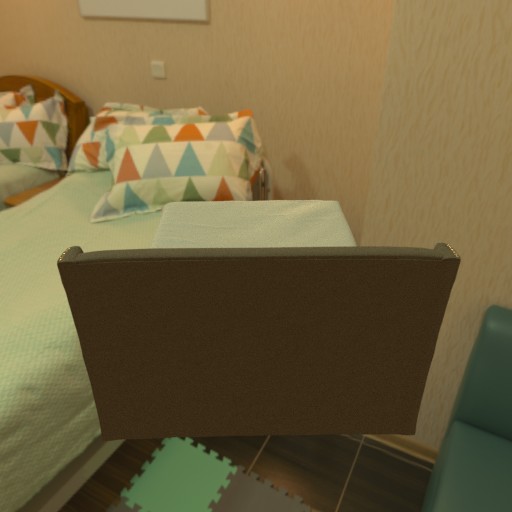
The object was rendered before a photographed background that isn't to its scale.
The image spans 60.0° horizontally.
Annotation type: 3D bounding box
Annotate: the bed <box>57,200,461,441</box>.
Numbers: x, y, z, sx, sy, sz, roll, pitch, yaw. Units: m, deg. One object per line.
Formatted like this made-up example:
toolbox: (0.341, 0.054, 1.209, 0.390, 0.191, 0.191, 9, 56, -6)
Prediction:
bed: (0.000, 0.000, 3.357, 1.925, 1.332, 2.276, -1, 31, -1)
